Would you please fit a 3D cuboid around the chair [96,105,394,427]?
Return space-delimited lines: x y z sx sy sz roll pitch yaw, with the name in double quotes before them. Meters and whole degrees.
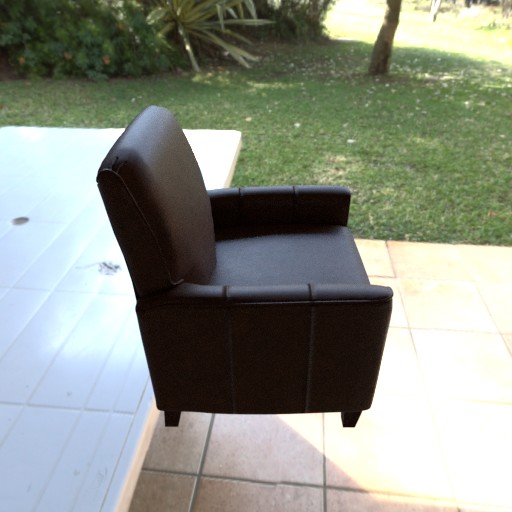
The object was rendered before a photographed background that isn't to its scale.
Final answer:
"chair" 0.000 0.000 1.660 0.850 1.010 0.839 0 32 0
